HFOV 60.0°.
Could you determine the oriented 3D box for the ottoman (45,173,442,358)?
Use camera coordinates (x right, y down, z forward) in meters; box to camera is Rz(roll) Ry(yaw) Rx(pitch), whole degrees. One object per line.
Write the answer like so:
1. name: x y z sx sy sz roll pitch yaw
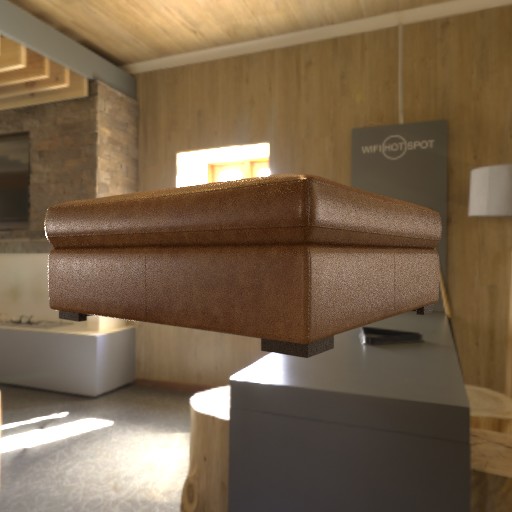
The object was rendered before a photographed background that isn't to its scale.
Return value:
1. ottoman: 0.000 0.000 1.811 1.169 0.483 1.168 0 0 37
